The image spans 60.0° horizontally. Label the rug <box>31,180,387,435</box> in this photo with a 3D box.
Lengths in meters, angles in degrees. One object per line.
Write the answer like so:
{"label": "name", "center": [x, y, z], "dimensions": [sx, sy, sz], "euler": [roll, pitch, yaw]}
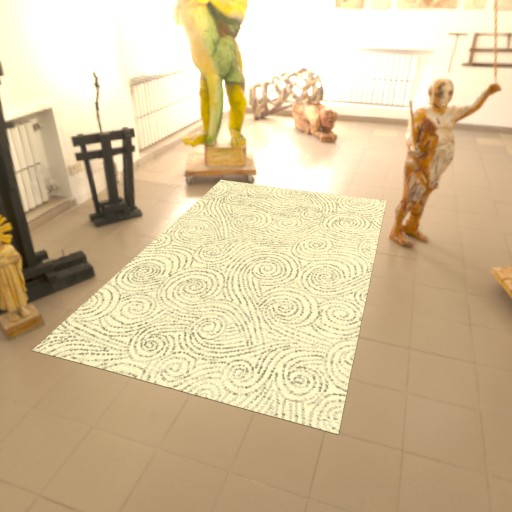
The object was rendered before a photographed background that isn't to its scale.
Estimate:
{"label": "rug", "center": [0.000, 0.000, 2.974], "dimensions": [1.524, 0.005, 2.439], "euler": [10, 32, 16]}
